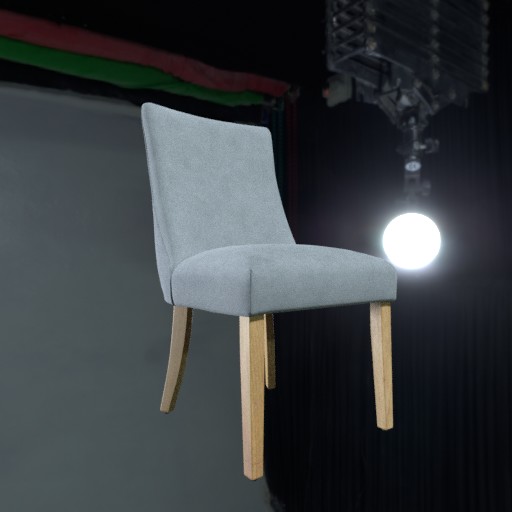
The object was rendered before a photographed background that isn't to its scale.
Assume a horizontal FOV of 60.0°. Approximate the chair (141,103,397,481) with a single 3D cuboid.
[{"bbox_3d":[0.000,0.000,1.243,0.495,0.902,0.610,0,0,-36],"label":"chair"}]
